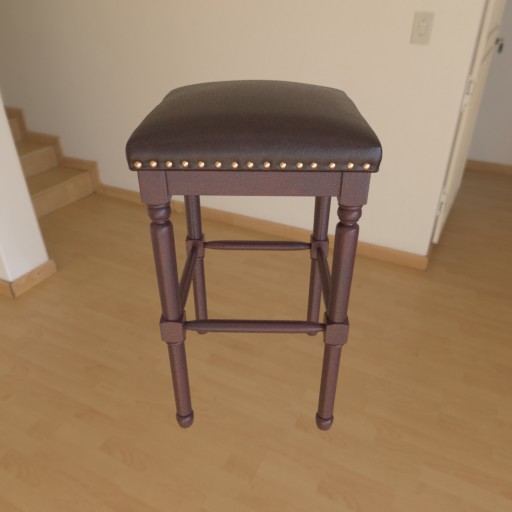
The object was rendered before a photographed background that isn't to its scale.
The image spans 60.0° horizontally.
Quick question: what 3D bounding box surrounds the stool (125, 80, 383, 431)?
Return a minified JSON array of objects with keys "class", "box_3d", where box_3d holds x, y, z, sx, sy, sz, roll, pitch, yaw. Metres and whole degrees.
[{"class":"stool","box_3d":[0.000,0.000,0.962,0.383,0.702,0.382,1,31,1]}]
